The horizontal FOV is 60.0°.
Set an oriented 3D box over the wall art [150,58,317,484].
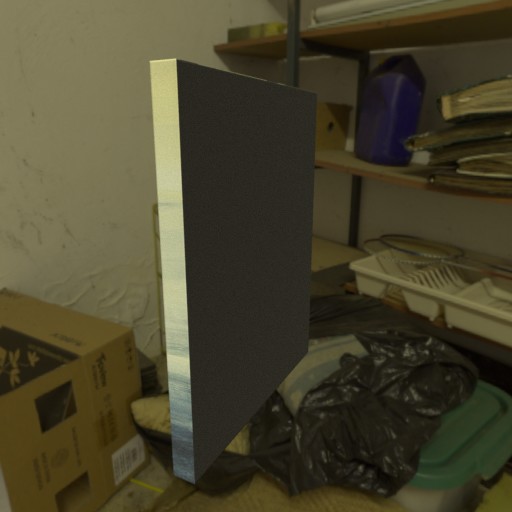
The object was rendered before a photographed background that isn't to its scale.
[{"bbox_3d":[0.000,0.000,0.823,0.040,0.608,0.489,8,17,26],"label":"wall art"}]
